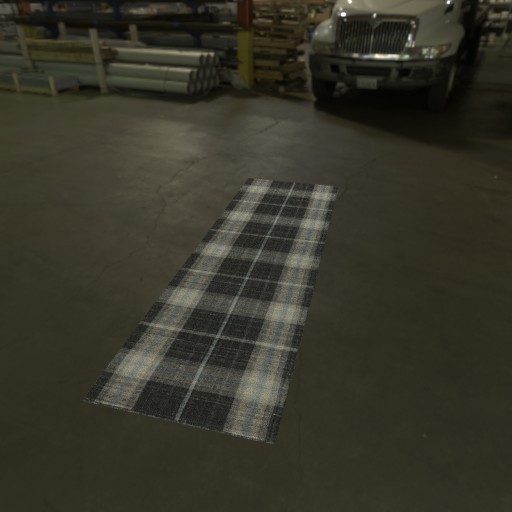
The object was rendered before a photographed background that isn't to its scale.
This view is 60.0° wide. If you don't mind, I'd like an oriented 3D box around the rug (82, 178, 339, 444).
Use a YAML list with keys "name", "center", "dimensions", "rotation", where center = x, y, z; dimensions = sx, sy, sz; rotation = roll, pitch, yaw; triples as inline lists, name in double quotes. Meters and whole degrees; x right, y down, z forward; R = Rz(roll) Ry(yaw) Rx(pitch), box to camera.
- name: "rug"
  center: [0.000, 0.000, 2.625]
  dimensions: [0.760, 0.012, 2.434]
  rotation: [7, 32, 12]
